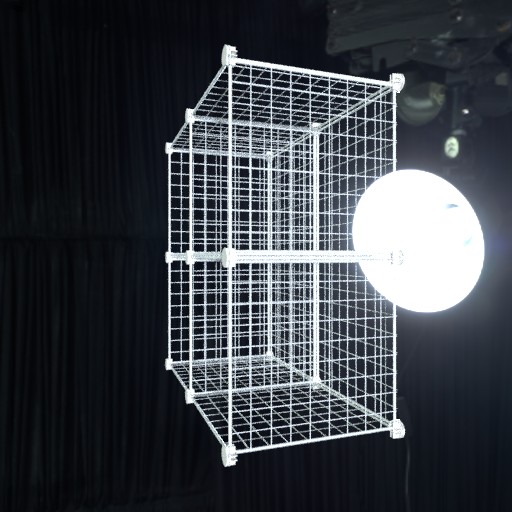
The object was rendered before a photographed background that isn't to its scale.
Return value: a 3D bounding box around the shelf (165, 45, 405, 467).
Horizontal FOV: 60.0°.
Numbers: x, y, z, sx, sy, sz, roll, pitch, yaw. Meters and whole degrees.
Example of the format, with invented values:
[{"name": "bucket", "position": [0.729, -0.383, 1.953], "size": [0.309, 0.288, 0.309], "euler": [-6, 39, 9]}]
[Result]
[{"name": "shelf", "position": [0.000, 0.000, 1.129], "size": [0.356, 0.711, 0.711], "euler": [0, 0, -20]}]
